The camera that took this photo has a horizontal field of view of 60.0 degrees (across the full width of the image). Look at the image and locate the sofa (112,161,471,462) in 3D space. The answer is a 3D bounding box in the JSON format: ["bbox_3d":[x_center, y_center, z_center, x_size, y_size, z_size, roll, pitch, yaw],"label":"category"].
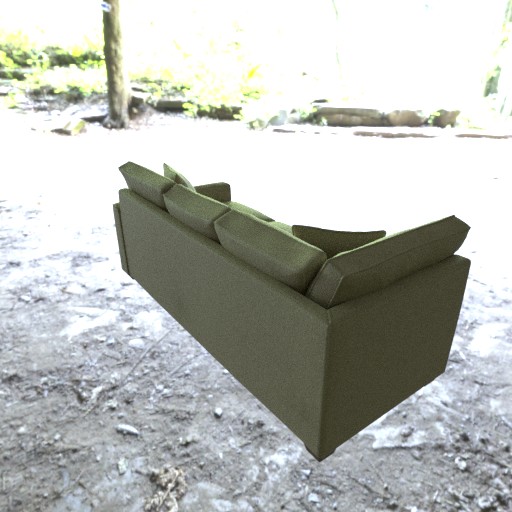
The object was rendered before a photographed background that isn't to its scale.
[{"bbox_3d":[0.000,0.000,2.883,1.053,0.948,2.323,-17,30,-32],"label":"sofa"}]
